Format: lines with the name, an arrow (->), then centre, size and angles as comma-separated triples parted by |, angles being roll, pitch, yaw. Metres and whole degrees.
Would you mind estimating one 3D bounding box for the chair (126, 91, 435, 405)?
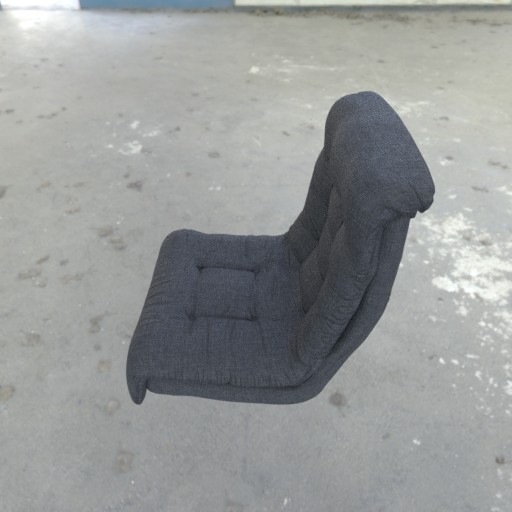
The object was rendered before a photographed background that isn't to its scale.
chair -> 0.000, 0.000, 1.195 | 0.668, 0.749, 0.597 | 1, 39, 1
